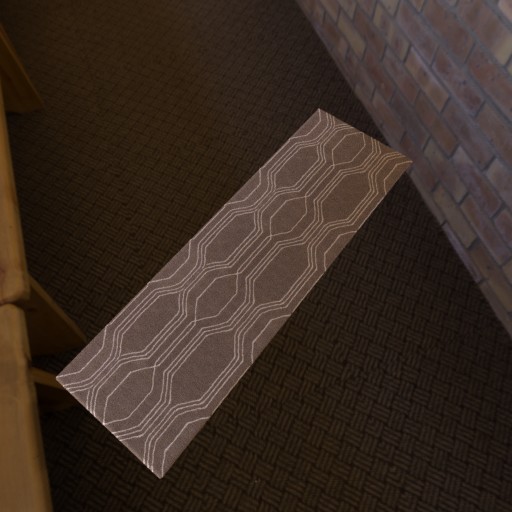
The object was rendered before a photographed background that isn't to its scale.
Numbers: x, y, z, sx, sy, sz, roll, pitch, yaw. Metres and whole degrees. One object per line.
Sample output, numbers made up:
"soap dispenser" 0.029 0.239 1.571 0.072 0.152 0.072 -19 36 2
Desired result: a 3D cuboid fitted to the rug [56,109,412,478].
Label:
"rug" 0.000 0.000 2.681 0.773 0.012 2.464 35 68 16
